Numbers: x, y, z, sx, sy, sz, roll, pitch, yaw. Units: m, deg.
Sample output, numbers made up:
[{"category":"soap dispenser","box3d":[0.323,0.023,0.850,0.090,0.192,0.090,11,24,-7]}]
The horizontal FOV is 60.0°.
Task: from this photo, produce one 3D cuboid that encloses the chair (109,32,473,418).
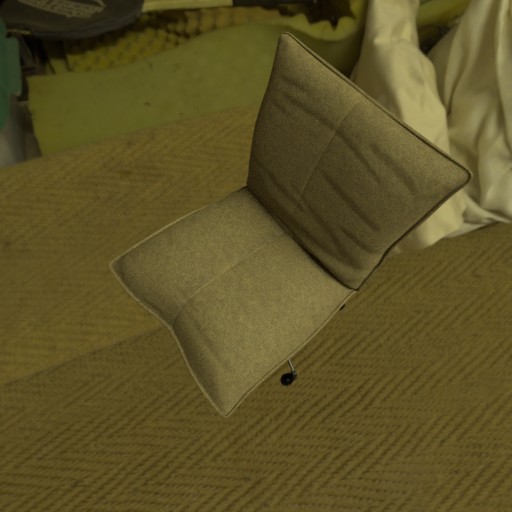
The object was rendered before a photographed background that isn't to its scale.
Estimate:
[{"category":"chair","box3d":[0.000,0.000,1.268,0.696,0.811,0.597,-36,68,-17]}]
